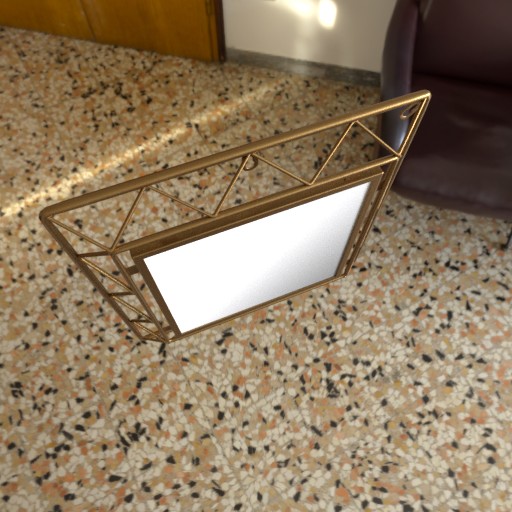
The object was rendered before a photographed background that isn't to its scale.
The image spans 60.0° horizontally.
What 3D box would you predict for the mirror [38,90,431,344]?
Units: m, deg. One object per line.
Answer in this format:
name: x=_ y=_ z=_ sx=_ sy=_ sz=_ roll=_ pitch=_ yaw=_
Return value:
mirror: x=0.000 y=0.000 z=0.609 sx=0.416 sy=0.414 sz=0.046 roll=-20 pitch=65 yaw=-10
